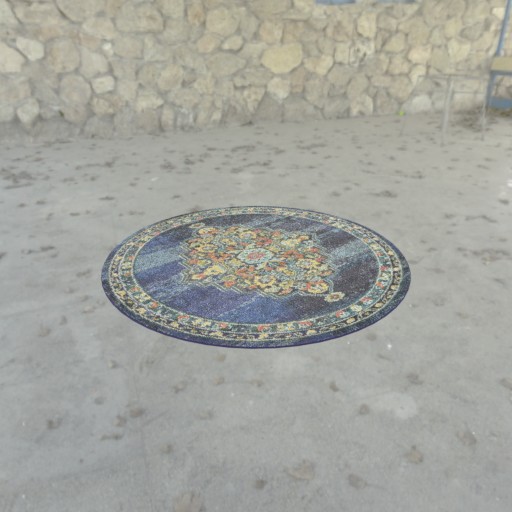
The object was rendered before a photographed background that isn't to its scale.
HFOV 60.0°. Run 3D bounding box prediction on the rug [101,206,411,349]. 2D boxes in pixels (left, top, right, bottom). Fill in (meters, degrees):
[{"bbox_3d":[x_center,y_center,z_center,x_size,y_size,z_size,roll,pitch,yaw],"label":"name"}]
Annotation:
[{"bbox_3d":[0.000,0.000,3.577,2.386,0.014,2.386,0,26,0],"label":"rug"}]
